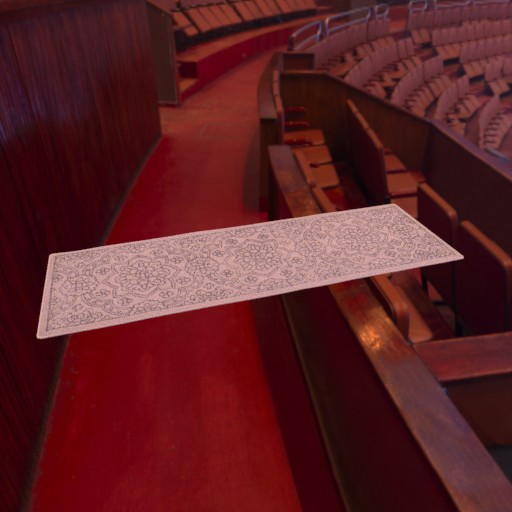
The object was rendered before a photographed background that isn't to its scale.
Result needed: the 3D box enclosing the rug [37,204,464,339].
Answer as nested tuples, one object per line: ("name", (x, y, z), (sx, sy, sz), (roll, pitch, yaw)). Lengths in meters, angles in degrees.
("rug", (0.000, 0.000, 2.728), (2.431, 0.006, 0.806), (-9, 34, -14))
